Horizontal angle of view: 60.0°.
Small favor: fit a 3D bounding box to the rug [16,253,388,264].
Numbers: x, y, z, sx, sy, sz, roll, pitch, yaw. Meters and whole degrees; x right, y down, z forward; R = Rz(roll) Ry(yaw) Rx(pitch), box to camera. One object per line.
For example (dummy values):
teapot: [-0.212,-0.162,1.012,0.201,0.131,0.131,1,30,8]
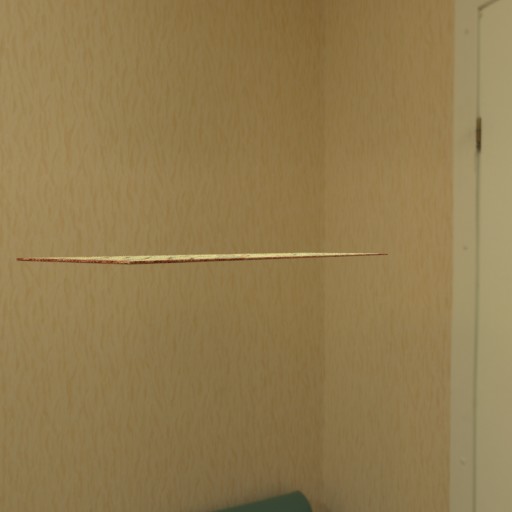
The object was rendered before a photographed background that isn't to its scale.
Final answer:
rug: [0.000,0.000,2.640,0.750,0.011,2.435,1,1,36]
